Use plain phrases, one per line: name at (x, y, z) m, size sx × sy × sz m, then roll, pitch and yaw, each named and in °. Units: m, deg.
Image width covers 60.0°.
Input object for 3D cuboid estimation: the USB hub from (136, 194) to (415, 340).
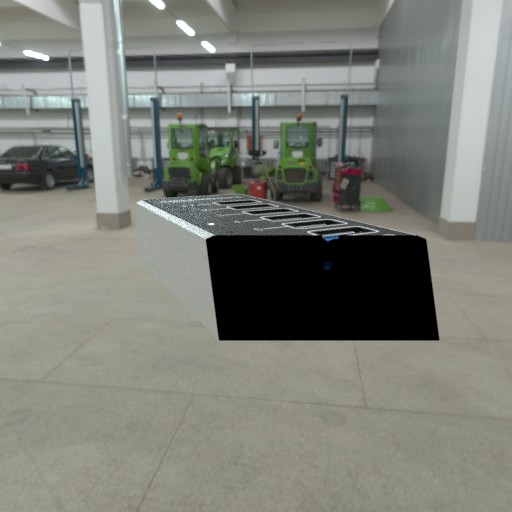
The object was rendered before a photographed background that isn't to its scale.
USB hub at (0.000, 0.000, 0.128) m, size 0.044 × 0.023 × 0.110 m, roll -7°, pitch 16°, yaw -27°
